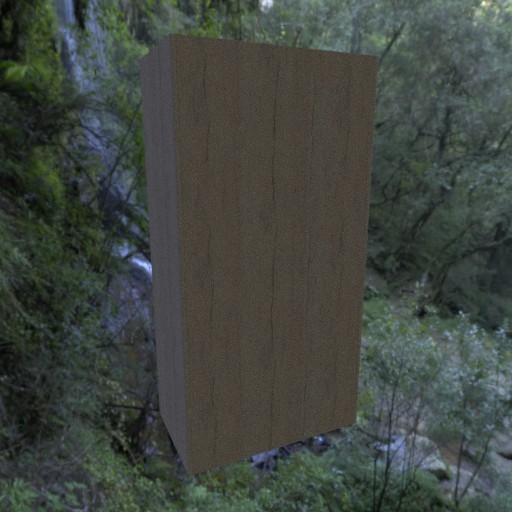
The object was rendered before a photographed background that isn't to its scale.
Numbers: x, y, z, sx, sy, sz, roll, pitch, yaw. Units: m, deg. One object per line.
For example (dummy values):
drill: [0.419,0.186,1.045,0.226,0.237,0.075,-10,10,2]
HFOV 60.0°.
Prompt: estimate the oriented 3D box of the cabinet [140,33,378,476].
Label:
cabinet: [0.000,0.000,2.329,0.980,1.930,0.580,-6,15,-25]
